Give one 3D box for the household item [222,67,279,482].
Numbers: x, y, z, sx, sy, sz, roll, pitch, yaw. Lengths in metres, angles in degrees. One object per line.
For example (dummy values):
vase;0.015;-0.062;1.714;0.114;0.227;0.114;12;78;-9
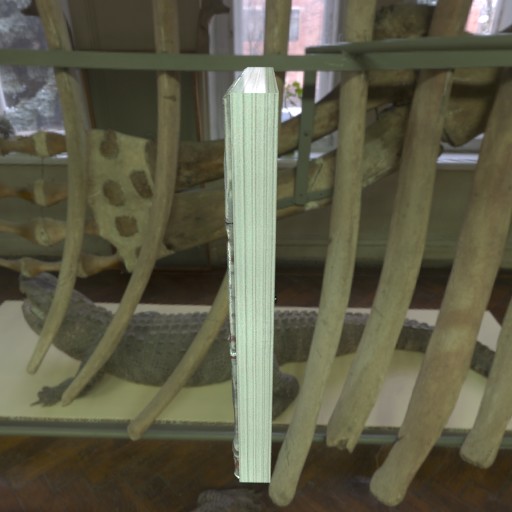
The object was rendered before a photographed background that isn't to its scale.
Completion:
household item;0.000;0.000;0.287;0.025;0.216;0.165;1;26;1
